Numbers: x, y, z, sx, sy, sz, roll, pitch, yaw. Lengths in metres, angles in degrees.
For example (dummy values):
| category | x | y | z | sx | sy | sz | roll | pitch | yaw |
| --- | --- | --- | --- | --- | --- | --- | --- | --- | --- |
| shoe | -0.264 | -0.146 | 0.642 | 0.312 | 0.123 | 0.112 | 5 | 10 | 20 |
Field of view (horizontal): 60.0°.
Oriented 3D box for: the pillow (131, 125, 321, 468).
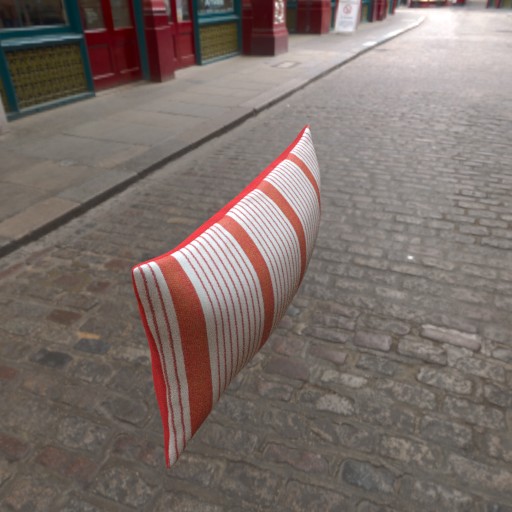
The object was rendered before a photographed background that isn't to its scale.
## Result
| category | x | y | z | sx | sy | sz | roll | pitch | yaw |
| --- | --- | --- | --- | --- | --- | --- | --- | --- | --- |
| pillow | 0.000 | 0.000 | 0.729 | 0.151 | 0.297 | 0.608 | 11 | 32 | 18 |
